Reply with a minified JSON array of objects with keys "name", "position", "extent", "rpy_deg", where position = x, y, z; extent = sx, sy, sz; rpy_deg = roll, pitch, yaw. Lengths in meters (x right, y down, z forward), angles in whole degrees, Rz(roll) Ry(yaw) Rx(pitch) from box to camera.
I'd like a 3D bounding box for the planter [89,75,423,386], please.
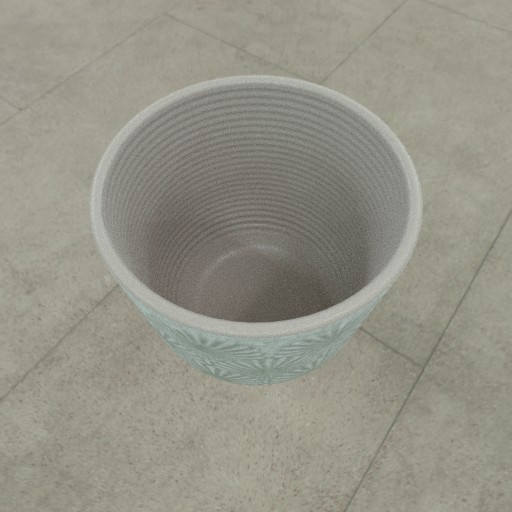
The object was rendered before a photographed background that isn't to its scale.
[{"name":"planter","position":[0.000,0.000,0.292],"extent":[0.170,0.152,0.170],"rpy_deg":[0,59,0]}]
